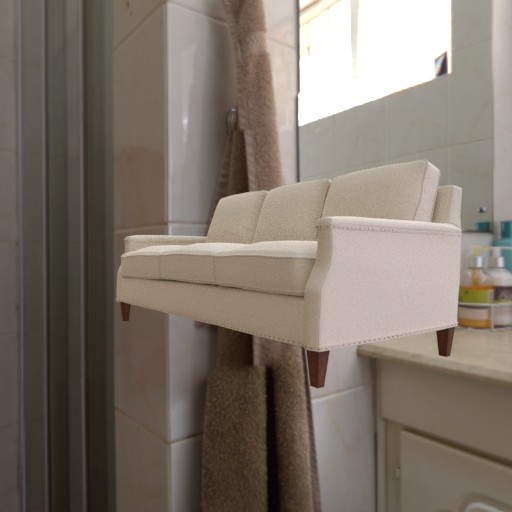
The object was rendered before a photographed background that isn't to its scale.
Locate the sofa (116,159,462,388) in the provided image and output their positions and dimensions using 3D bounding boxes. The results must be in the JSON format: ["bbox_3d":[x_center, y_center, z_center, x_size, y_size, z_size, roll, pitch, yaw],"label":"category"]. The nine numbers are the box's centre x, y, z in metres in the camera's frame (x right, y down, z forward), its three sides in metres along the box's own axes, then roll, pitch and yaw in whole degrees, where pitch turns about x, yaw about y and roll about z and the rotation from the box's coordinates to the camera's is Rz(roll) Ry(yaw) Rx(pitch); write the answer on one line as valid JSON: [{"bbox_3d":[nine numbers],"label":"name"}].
[{"bbox_3d":[0.000,0.000,2.843,1.084,1.003,2.246,0,0,-36],"label":"sofa"}]
